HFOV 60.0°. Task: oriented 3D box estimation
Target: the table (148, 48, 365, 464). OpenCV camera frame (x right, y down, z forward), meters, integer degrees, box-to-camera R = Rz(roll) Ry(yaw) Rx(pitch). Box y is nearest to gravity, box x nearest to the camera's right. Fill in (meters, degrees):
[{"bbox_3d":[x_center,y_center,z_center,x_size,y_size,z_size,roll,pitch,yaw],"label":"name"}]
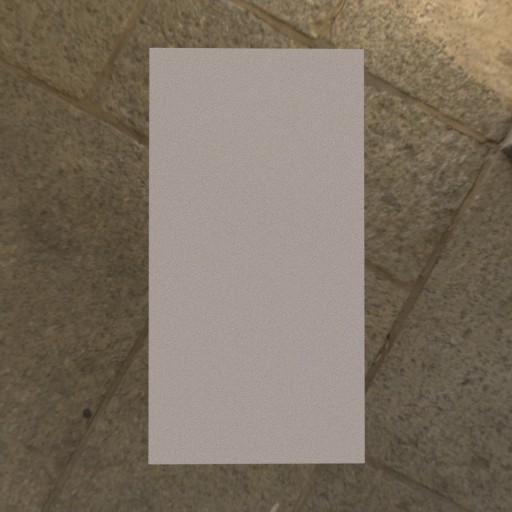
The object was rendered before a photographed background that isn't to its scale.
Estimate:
[{"bbox_3d":[0.000,0.000,1.675,0.700,0.470,1.350,0,89,-1],"label":"table"}]
